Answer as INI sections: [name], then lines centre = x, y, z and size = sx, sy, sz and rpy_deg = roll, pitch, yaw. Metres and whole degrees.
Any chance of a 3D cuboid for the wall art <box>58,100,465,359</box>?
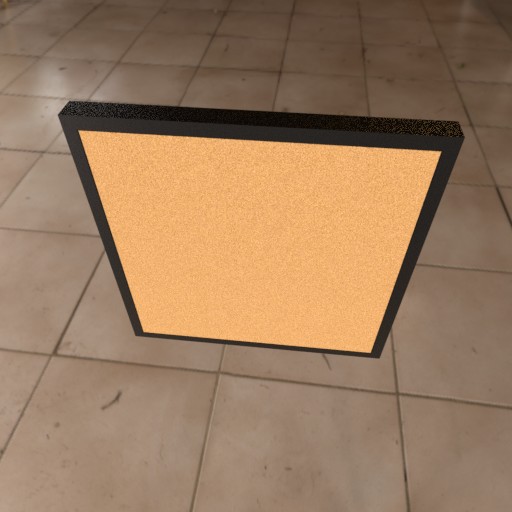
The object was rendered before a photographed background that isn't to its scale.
[wall art]
centre = 0.000, 0.000, 0.744
size = 0.506, 0.506, 0.038
rpy_deg = 4, 47, 4
